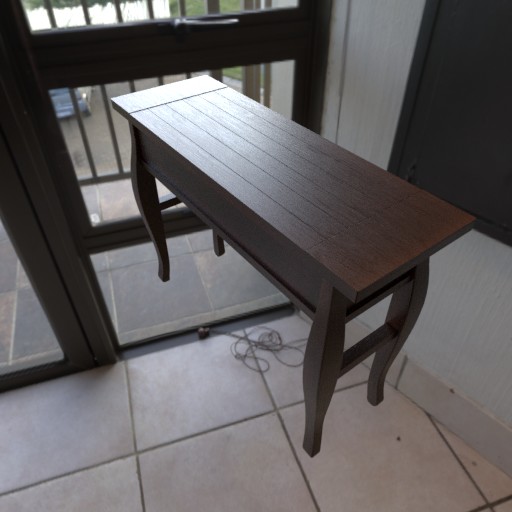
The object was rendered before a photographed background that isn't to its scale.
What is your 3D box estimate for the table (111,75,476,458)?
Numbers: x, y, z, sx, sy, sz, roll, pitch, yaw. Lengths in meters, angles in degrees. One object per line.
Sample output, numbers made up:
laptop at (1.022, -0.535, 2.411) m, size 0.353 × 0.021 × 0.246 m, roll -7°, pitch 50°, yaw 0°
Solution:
table at (0.000, 0.000, 1.418) m, size 0.373 × 0.768 × 1.062 m, roll -26°, pitch 48°, yaw -27°
